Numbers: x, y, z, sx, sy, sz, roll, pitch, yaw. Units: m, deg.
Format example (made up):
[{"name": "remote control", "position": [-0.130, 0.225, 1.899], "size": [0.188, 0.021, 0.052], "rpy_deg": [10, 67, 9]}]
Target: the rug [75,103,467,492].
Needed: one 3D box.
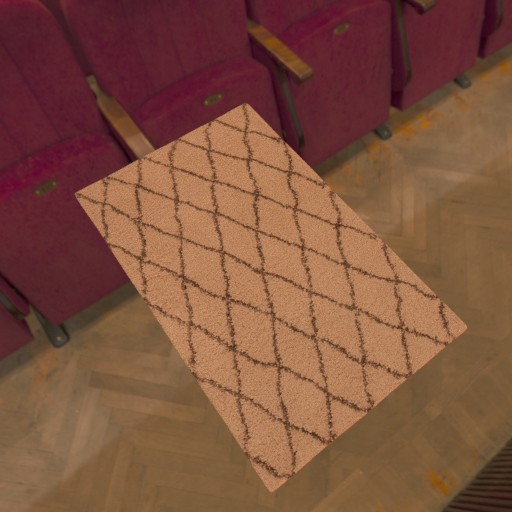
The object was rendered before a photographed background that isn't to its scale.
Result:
[{"name": "rug", "position": [0.000, 0.000, 3.451], "size": [1.778, 0.030, 2.743], "rpy_deg": [-33, 67, -16]}]
